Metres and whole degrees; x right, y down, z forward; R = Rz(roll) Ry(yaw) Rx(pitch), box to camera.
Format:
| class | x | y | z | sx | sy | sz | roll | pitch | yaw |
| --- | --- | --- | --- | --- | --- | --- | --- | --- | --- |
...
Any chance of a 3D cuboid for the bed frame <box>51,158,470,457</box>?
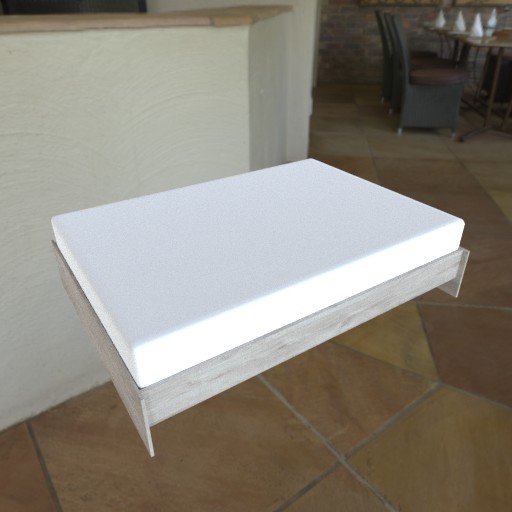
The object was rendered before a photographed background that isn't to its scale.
| class | x | y | z | sx | sy | sz | roll | pitch | yaw |
| --- | --- | --- | --- | --- | --- | --- | --- | --- | --- |
| bed frame | 0.000 | 0.000 | 2.597 | 1.945 | 0.497 | 1.445 | -18 | 35 | -29 |
